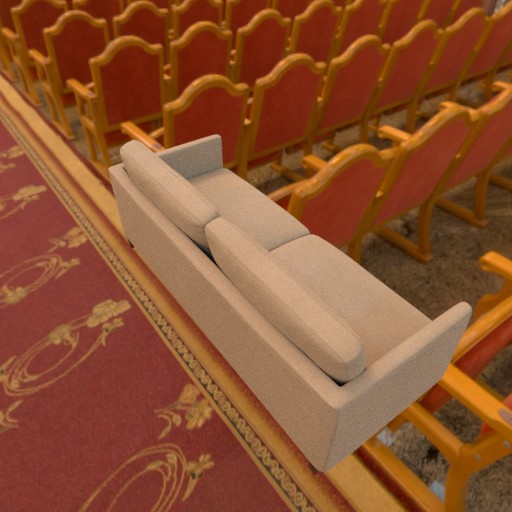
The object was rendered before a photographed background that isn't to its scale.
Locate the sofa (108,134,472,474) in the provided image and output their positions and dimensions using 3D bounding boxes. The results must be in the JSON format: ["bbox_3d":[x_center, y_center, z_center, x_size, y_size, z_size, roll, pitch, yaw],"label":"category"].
[{"bbox_3d":[0.000,0.000,2.852,0.988,0.912,2.404,-26,47,-26],"label":"sofa"}]
